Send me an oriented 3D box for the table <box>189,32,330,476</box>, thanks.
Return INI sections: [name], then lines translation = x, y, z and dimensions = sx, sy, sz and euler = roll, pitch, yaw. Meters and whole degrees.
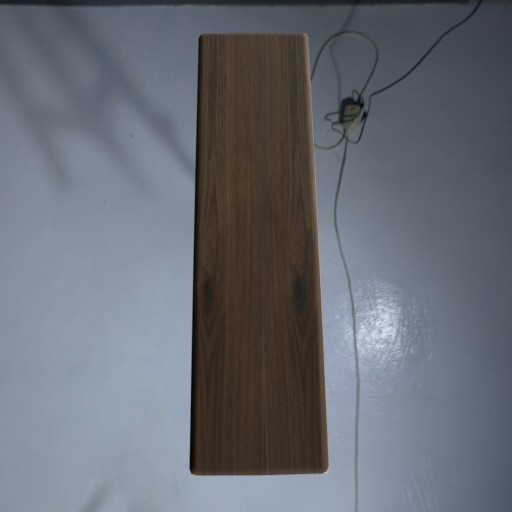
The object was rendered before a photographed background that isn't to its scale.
[table]
translation = 0.000, 0.000, 1.924
dimensions = 0.425, 0.834, 1.570
euler = -1, 76, 0
